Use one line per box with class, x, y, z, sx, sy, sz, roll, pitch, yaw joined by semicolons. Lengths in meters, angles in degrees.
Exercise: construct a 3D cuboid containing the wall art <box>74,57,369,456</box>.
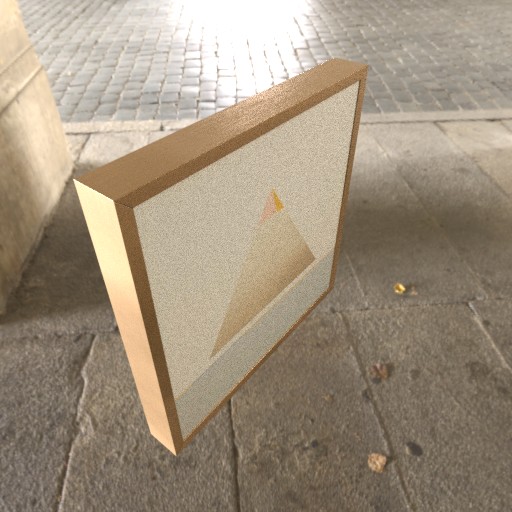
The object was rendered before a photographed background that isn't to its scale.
wall art;0.000;0.000;0.446;0.038;0.303;0.305;27;47;28
